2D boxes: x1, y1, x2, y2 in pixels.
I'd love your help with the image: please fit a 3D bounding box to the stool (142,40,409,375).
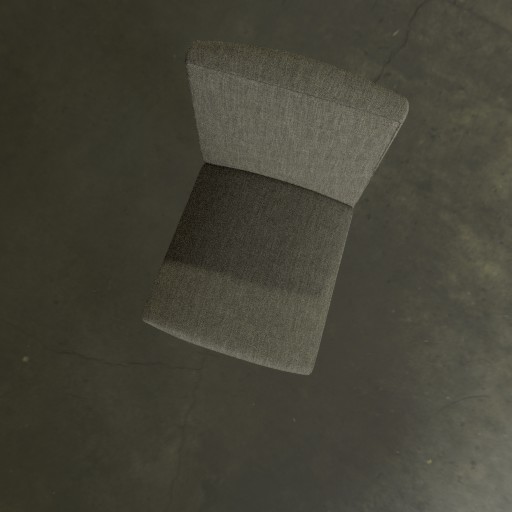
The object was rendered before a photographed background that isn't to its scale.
[{"bbox_3d":[0.000,0.000,1.218,0.451,0.966,0.552,17,76,4],"label":"stool"}]
